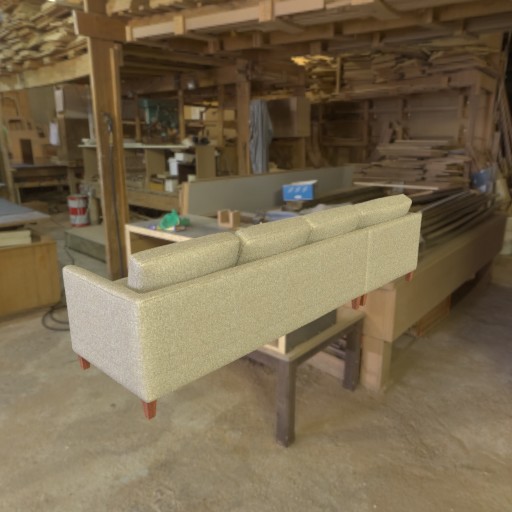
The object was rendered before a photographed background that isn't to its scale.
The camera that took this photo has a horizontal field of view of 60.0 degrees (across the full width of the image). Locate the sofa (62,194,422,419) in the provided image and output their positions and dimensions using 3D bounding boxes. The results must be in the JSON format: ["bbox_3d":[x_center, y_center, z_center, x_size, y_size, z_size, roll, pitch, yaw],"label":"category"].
[{"bbox_3d":[0.000,0.000,3.761,1.502,0.876,3.201,15,21,42],"label":"sofa"}]
